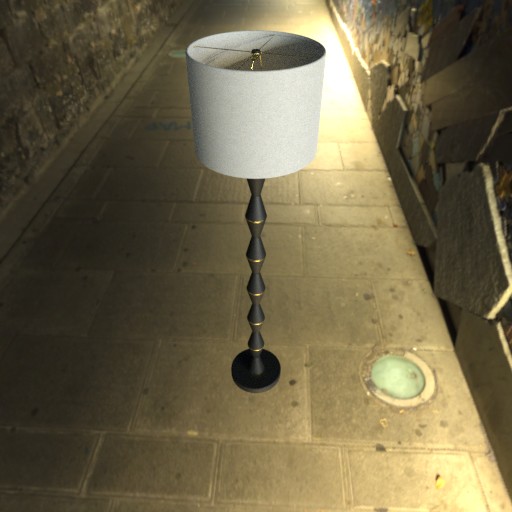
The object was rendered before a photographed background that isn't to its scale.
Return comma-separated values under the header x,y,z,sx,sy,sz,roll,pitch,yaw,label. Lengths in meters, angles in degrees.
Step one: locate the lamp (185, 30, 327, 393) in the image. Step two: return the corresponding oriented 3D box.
x,y,z,sx,sy,sz,roll,pitch,yaw,label
0.000,0.000,1.683,0.381,1.480,0.381,12,42,14,lamp
